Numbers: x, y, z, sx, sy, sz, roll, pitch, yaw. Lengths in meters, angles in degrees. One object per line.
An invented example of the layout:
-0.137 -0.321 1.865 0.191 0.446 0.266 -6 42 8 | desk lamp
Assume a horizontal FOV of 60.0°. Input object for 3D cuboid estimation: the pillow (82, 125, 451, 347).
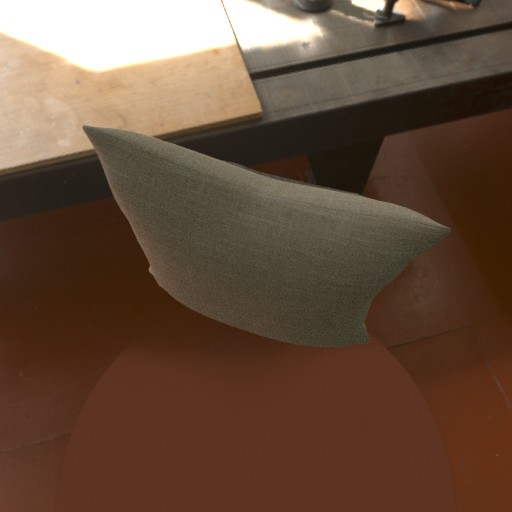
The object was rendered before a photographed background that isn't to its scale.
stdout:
0.000 0.000 0.641 0.424 0.400 0.169 17 65 8 | pillow
